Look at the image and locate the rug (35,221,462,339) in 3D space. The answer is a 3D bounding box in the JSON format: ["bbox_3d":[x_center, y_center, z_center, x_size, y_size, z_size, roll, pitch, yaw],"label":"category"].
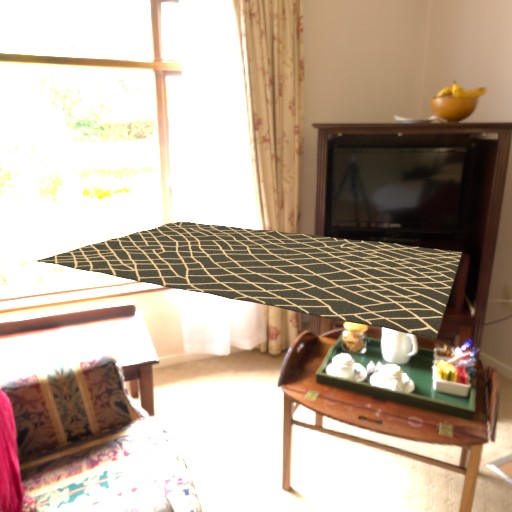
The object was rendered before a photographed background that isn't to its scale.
[{"bbox_3d":[0.000,0.000,2.983,2.448,0.017,1.529,8,17,27],"label":"rug"}]
